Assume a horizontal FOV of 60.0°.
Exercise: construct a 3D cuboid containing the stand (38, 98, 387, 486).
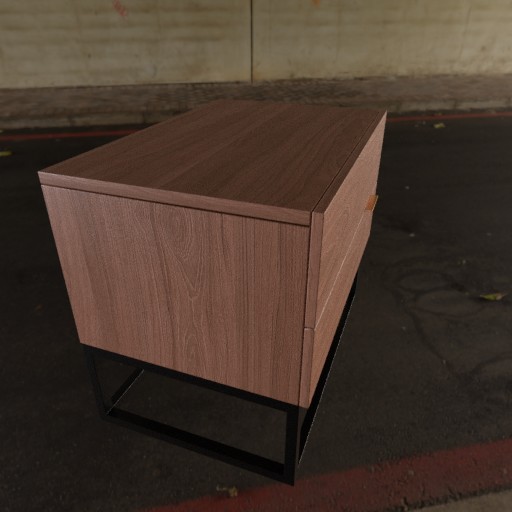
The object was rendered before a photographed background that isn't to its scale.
[{"bbox_3d":[0.000,0.000,0.916,0.420,0.500,0.600,11,31,18],"label":"stand"}]
